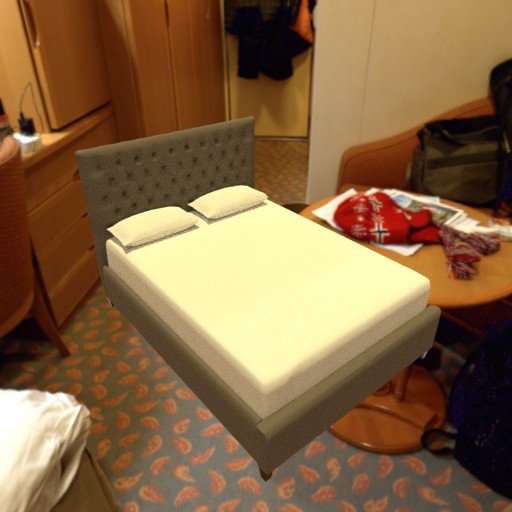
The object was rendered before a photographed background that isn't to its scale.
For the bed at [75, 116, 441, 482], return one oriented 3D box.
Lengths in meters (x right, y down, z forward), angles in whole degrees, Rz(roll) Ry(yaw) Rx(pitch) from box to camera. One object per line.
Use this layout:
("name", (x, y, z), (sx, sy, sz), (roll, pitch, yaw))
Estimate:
("bed", (0.000, 0.000, 3.356), (1.696, 1.426, 2.233), (-23, 38, -33))
